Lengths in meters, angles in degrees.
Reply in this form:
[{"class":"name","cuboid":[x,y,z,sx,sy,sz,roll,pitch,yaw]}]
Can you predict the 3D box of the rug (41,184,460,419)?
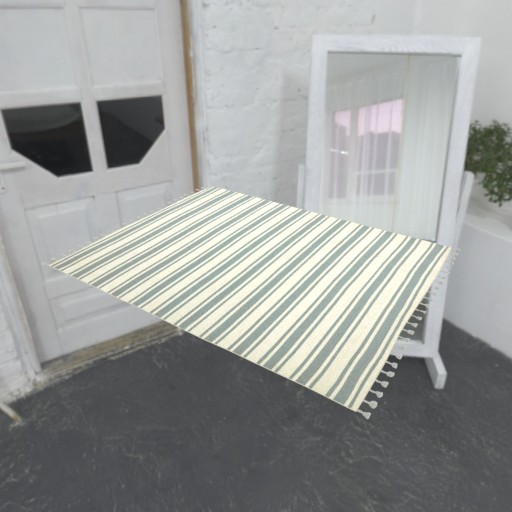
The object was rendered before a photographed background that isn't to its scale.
[{"class":"rug","cuboid":[0.000,0.000,4.204,3.201,0.005,2.439,18,35,29]}]
